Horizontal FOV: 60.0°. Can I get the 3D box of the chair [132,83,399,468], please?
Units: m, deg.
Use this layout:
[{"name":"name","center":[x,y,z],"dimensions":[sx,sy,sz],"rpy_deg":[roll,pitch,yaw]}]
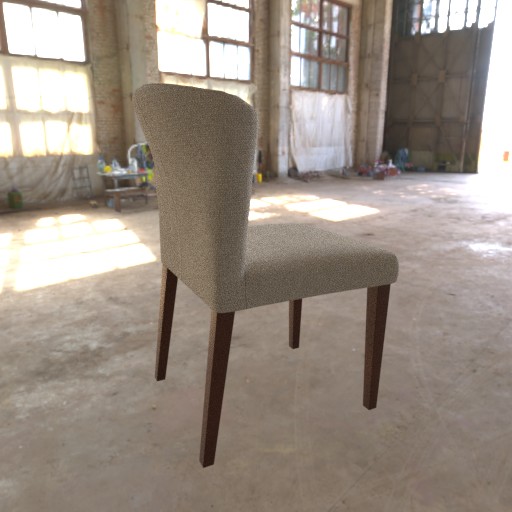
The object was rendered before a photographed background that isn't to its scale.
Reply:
[{"name":"chair","center":[0.000,0.000,1.198],"dimensions":[0.589,0.839,0.491],"rpy_deg":[-7,17,-26]}]
